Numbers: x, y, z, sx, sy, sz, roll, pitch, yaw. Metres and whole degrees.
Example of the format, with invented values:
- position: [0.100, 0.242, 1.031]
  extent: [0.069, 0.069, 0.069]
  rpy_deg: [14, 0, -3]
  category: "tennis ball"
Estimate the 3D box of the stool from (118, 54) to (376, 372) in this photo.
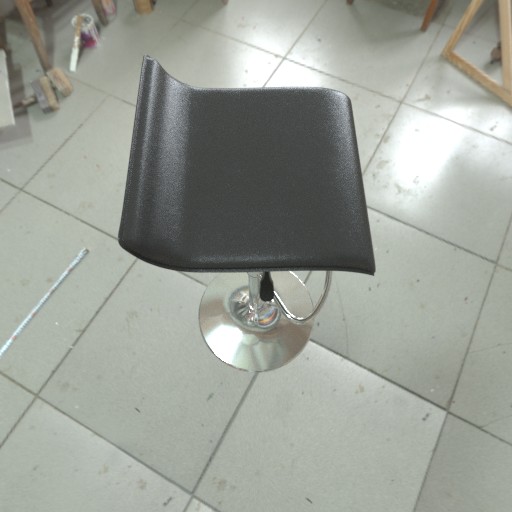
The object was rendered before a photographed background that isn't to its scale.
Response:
- position: [0.000, 0.000, 1.060]
  extent: [0.381, 0.851, 0.381]
  rpy_deg: [-1, 64, 0]
  category: "stool"
